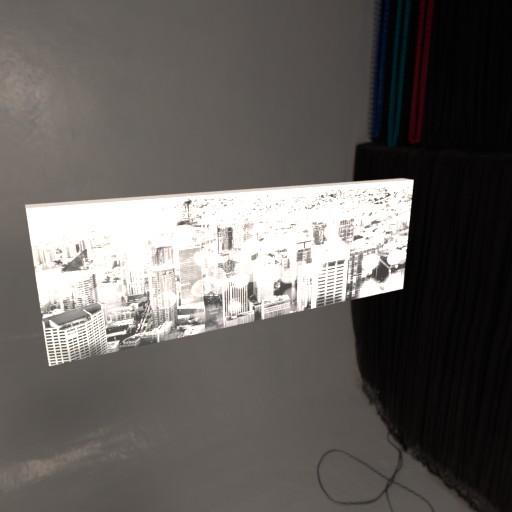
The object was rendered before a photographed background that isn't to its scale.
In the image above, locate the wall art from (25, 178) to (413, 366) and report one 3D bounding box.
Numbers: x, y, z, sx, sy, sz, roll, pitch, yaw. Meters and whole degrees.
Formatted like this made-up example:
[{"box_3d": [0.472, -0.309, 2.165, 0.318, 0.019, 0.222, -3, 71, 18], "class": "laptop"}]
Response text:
[{"box_3d": [0.000, 0.000, 0.856, 0.763, 0.255, 0.038, -8, 18, -26], "class": "wall art"}]
